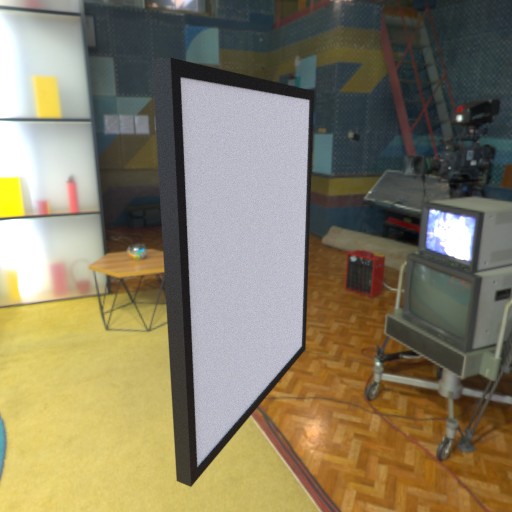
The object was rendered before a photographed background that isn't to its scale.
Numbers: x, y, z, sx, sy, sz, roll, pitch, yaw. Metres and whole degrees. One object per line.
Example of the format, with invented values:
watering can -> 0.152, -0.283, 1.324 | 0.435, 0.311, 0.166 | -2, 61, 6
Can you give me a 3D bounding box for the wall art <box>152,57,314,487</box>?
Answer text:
wall art -> 0.000, 0.000, 0.534 | 0.018, 0.397, 0.325 | 8, 17, 26
